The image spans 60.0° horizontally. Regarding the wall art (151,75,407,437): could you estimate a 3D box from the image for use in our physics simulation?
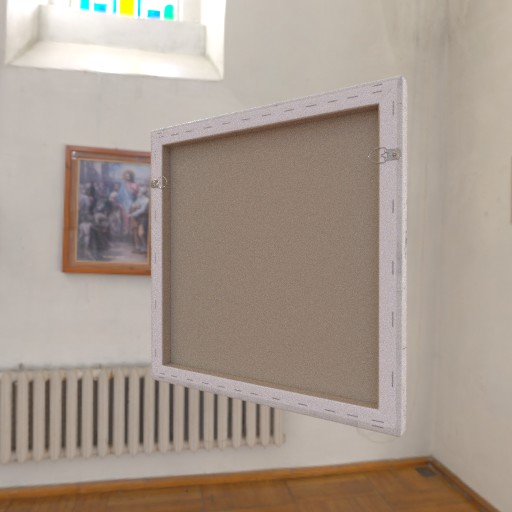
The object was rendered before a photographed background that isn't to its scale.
[{"bbox_3d":[0.000,0.000,1.154,0.762,0.762,0.038,0,1,34],"label":"wall art"}]
